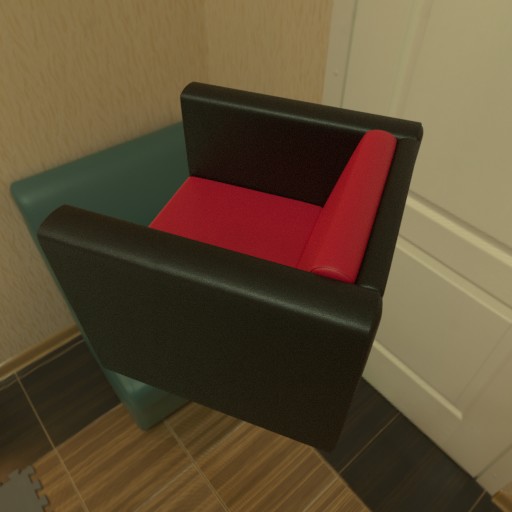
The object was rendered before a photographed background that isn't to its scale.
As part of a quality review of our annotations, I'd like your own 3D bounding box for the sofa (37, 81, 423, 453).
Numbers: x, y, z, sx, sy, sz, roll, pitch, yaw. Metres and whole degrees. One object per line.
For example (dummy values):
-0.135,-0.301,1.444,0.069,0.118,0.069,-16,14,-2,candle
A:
0.000,0.000,1.444,0.809,0.724,0.839,16,48,14,sofa
